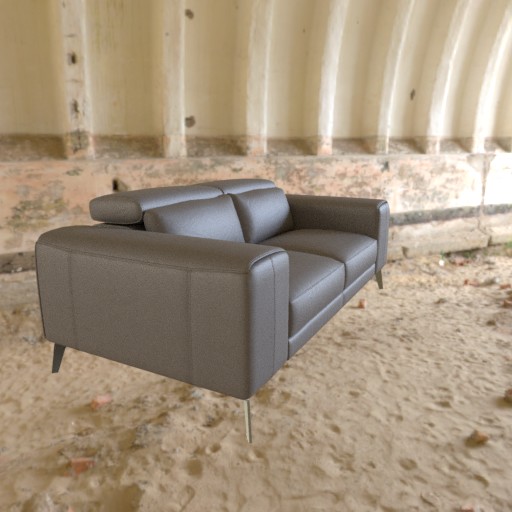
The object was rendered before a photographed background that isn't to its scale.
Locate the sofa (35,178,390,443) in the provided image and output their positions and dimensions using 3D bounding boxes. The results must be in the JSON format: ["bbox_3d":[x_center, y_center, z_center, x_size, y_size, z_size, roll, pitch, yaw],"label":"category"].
[{"bbox_3d":[0.000,0.000,2.396,1.024,0.753,1.930,7,15,28],"label":"sofa"}]
